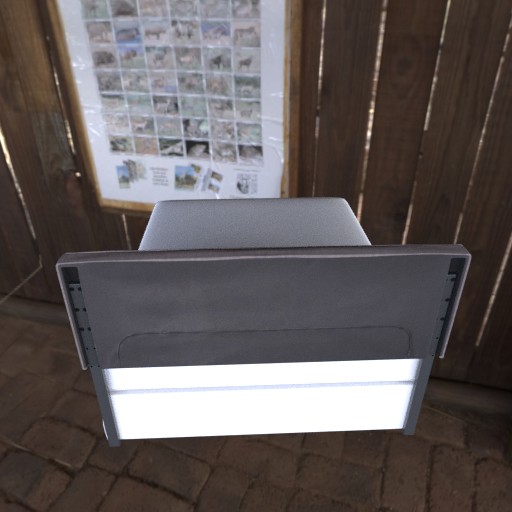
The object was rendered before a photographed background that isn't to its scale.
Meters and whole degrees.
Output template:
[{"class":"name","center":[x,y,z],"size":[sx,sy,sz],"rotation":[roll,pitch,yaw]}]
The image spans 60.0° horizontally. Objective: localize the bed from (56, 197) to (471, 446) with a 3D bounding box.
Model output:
[{"class":"bed","center":[0.000,0.000,2.741],"size":[1.610,1.089,1.894],"rotation":[-1,30,-2]}]
